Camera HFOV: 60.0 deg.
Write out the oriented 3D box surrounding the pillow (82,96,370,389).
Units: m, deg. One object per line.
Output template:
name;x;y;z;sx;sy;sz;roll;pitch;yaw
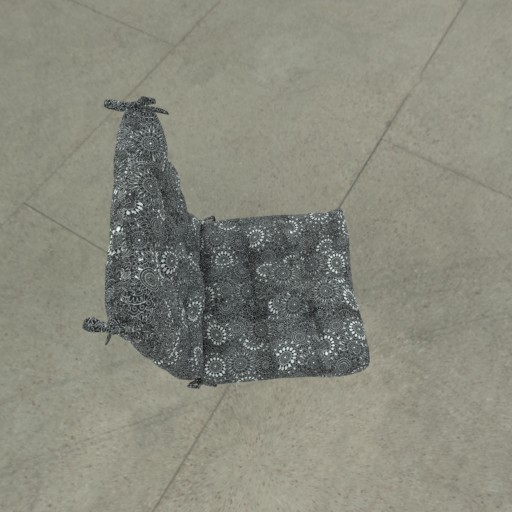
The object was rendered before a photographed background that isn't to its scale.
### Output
pillow;0.000;0.000;1.034;0.571;0.605;0.519;-4;65;-2
